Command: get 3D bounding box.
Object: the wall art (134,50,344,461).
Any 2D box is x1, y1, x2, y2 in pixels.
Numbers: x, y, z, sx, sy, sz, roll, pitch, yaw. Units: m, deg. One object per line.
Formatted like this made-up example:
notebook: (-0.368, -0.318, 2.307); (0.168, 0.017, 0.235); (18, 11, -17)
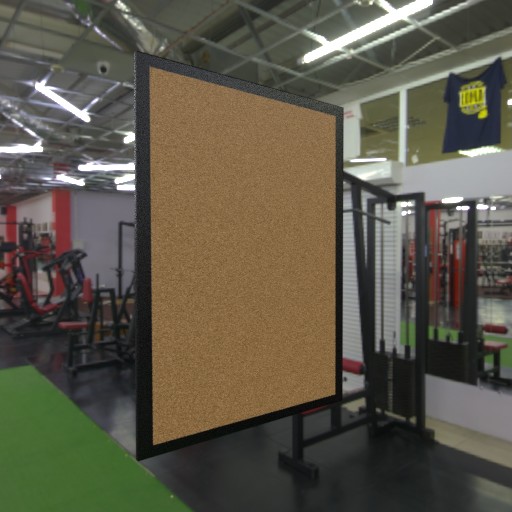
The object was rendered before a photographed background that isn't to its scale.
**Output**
wall art: (0.000, 0.000, 1.258); (0.707, 0.967, 0.013); (-1, 1, -37)
